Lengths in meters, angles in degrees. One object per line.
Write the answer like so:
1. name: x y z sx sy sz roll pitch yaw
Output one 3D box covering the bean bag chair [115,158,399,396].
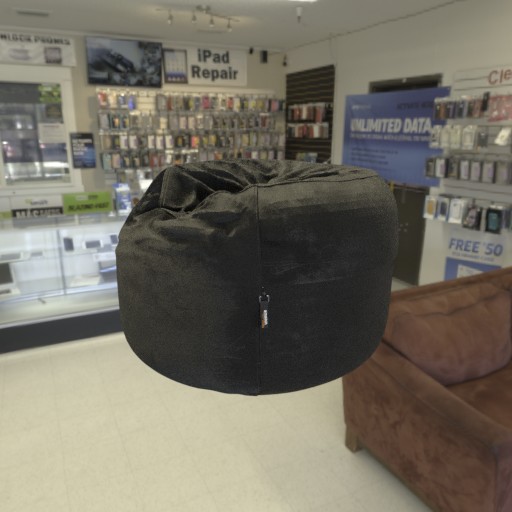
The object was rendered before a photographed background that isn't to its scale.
1. bean bag chair: 0.000 0.000 1.508 0.918 0.605 0.918 0 16 0
